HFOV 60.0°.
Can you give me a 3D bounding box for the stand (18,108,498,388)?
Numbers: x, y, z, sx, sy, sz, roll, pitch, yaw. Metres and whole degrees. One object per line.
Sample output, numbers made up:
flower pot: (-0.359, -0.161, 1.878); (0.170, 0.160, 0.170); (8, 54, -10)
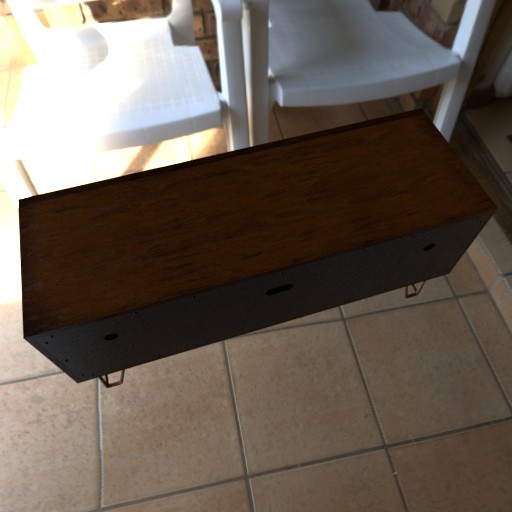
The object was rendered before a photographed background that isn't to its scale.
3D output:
stand: (0.000, 0.000, 1.598); (1.372, 0.610, 0.481); (-15, 59, -9)
